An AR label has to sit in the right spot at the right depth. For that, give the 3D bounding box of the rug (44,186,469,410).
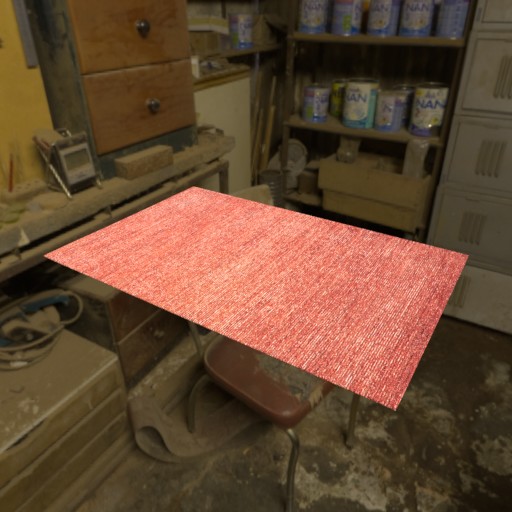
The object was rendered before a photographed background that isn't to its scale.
[{"bbox_3d":[0.000,0.000,2.170,1.747,0.011,1.139,18,34,28],"label":"rug"}]
